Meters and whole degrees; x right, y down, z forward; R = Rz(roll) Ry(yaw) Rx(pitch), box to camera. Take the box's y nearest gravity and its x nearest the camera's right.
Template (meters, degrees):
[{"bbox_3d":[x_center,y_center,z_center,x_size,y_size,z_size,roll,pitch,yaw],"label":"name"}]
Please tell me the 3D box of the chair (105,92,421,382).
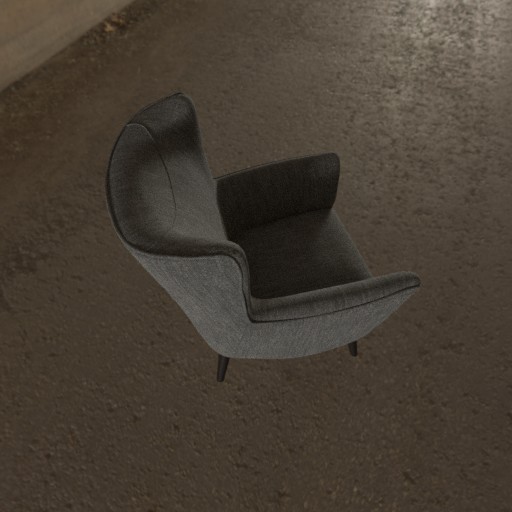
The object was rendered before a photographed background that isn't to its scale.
[{"bbox_3d":[0.000,0.000,1.624,0.888,0.933,0.781,-11,49,-10],"label":"chair"}]
